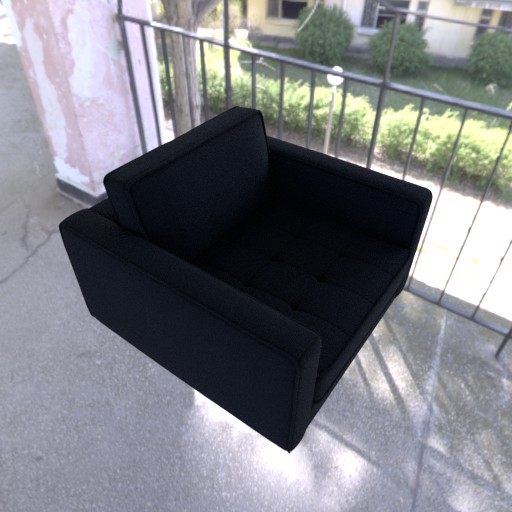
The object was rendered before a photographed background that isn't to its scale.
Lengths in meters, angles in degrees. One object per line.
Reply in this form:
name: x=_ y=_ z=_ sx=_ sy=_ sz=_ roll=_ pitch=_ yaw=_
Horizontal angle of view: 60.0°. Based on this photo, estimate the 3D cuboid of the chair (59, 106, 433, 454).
chair: x=0.000 y=0.000 z=1.580 sx=0.920 sy=0.770 sz=0.899 roll=26 pitch=47 yaw=26
